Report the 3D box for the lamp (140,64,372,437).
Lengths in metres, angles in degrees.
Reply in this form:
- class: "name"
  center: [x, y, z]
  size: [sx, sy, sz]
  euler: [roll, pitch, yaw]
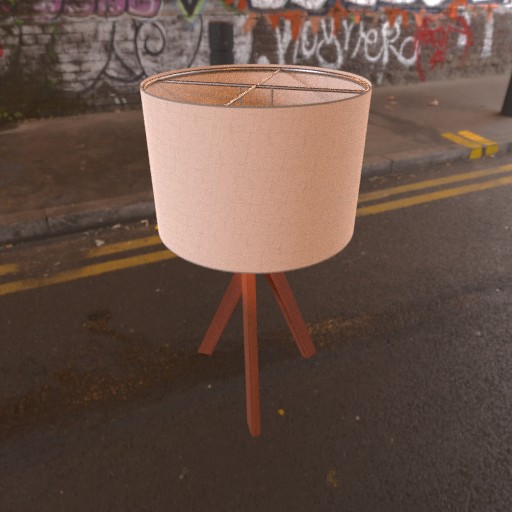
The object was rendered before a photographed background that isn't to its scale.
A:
- class: "lamp"
  center: [0.000, 0.000, 0.919]
  size: [0.380, 0.686, 0.380]
  euler: [8, 32, 14]
